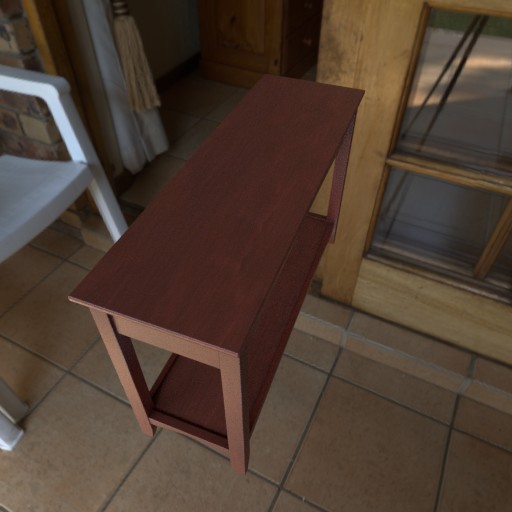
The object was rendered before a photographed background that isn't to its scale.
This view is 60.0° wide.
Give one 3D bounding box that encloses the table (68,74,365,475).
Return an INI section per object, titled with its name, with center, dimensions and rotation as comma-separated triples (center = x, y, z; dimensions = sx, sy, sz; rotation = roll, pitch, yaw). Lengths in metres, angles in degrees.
[table]
center = 0.000, 0.000, 1.531
dimensions = 0.392, 0.739, 1.188
rotation = 15, 47, 15
